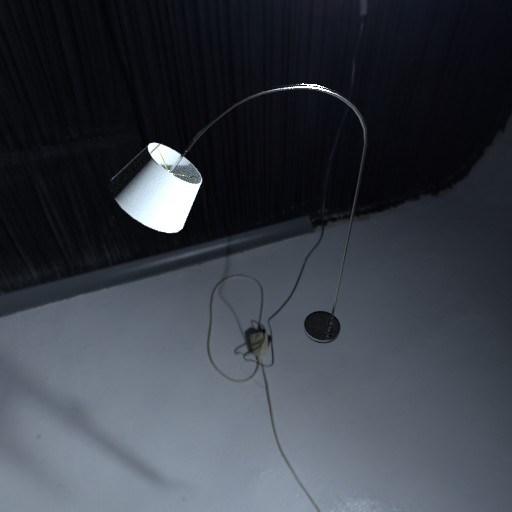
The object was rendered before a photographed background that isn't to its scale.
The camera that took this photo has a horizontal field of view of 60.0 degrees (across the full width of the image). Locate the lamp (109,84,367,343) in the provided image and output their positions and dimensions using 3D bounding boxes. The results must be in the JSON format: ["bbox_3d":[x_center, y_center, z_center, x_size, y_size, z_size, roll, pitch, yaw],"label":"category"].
[{"bbox_3d":[0.000,0.000,2.719,1.445,2.098,0.406,-16,47,-15],"label":"lamp"}]
